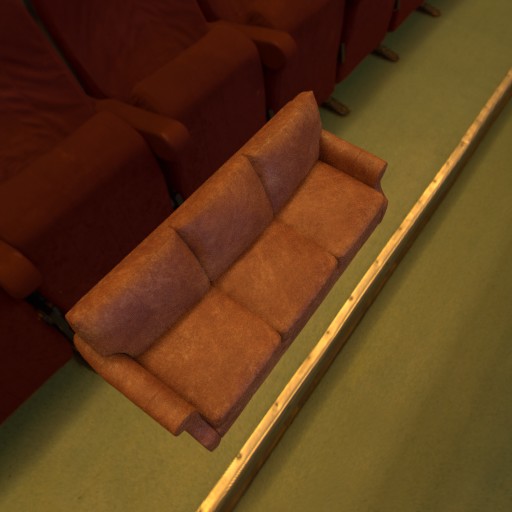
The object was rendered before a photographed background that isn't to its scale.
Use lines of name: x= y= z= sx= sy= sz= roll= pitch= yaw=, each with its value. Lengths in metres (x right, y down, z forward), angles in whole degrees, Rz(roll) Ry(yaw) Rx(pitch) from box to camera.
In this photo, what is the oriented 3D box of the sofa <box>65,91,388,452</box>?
sofa: x=0.000 y=0.000 z=2.939 sx=0.973 sy=0.977 sz=2.351 roll=32 pitch=63 yaw=18
